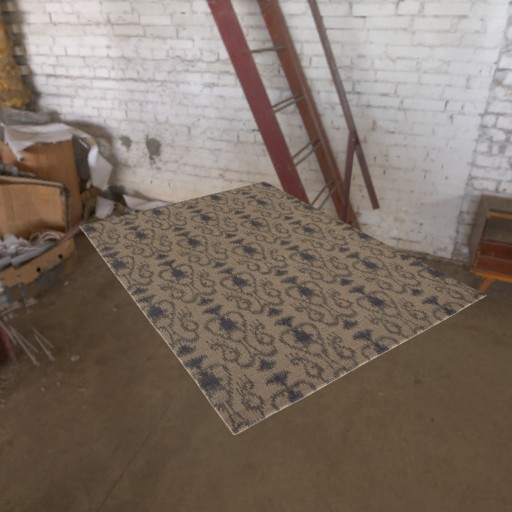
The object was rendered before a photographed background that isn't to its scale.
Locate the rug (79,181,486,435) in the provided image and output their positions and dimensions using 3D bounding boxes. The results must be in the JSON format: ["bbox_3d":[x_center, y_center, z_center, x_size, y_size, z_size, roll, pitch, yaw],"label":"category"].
[{"bbox_3d":[0.000,0.000,4.208,2.437,0.015,3.205,-19,35,-29],"label":"rug"}]
